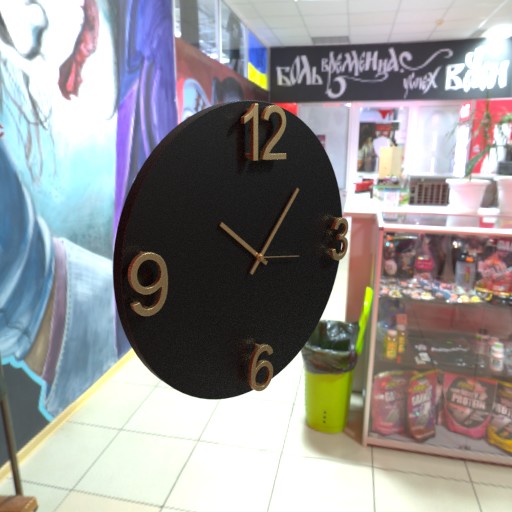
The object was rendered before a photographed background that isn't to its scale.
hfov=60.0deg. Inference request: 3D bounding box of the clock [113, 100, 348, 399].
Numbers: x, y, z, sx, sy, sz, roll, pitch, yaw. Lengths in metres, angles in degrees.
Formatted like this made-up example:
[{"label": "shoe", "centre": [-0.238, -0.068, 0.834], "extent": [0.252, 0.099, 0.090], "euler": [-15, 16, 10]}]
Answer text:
[{"label": "clock", "centre": [0.000, 0.000, 0.683], "extent": [0.454, 0.454, 0.038], "euler": [-14, 20, -43]}]
